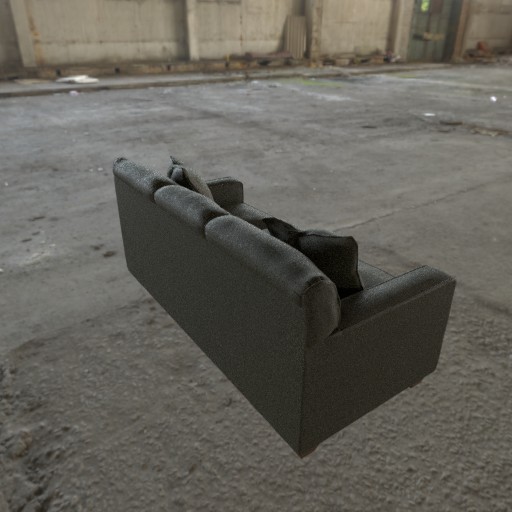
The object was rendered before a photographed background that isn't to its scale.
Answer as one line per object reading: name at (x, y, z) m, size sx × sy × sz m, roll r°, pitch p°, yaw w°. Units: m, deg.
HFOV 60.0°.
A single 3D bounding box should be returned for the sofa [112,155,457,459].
sofa at (0.000, 0.000, 2.653) m, size 0.997 × 0.958 × 2.024 m, roll -17°, pitch 31°, yaw -31°
